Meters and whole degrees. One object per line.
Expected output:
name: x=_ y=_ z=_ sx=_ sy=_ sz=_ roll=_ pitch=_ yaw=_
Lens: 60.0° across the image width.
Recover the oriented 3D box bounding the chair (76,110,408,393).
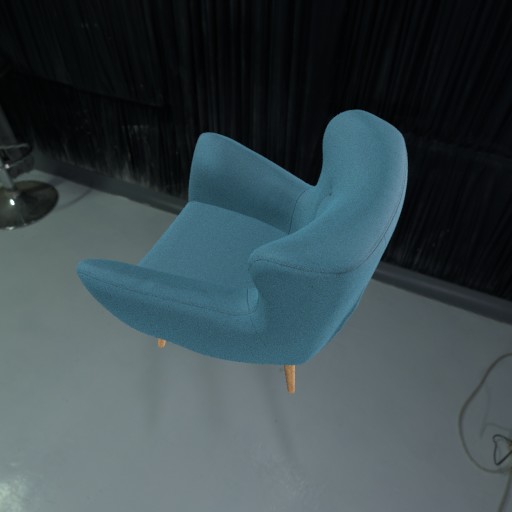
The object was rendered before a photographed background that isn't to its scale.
chair: x=0.000 y=0.000 z=1.632 sx=0.889 sy=0.889 sz=0.890 roll=17 pitch=48 yaw=16
